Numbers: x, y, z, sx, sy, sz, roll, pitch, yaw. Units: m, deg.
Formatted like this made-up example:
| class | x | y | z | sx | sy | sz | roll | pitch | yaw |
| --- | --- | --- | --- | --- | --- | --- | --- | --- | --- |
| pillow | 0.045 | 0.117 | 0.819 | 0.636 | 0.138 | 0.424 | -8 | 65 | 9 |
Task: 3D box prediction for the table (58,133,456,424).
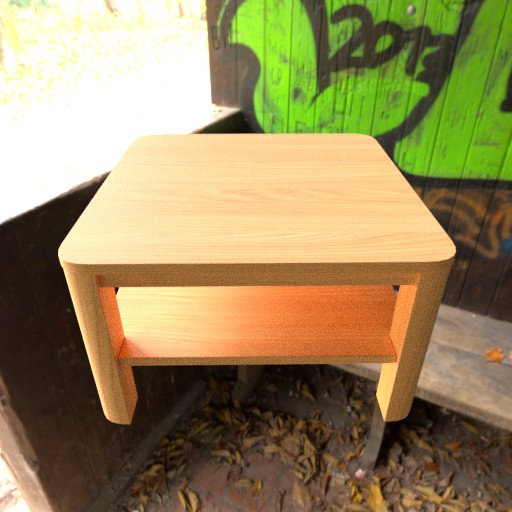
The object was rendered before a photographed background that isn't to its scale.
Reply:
| class | x | y | z | sx | sy | sz | roll | pitch | yaw |
| --- | --- | --- | --- | --- | --- | --- | --- | --- | --- |
| table | 0.000 | 0.000 | 1.225 | 0.750 | 0.450 | 0.750 | 0 | 33 | -1 |
